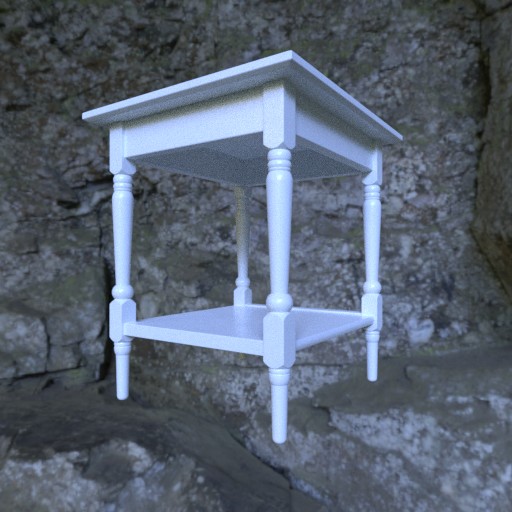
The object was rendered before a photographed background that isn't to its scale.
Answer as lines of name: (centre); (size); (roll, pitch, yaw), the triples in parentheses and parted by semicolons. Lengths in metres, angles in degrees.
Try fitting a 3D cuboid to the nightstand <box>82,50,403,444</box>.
nightstand: (0.000, 0.000, 0.924); (0.459, 0.555, 0.505); (0, 0, 34)
